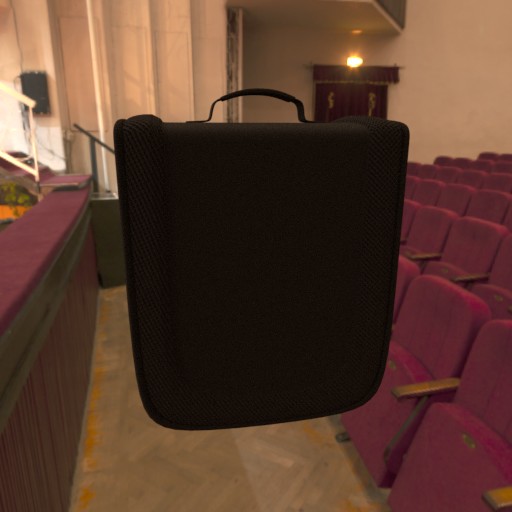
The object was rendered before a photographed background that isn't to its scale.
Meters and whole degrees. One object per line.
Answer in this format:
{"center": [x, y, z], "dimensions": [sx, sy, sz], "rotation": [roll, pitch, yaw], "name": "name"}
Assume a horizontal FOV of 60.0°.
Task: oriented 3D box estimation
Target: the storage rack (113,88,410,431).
{"center": [0.000, 0.000, 0.549], "dimensions": [0.297, 0.387, 0.168], "rotation": [-3, 16, -10], "name": "storage rack"}
